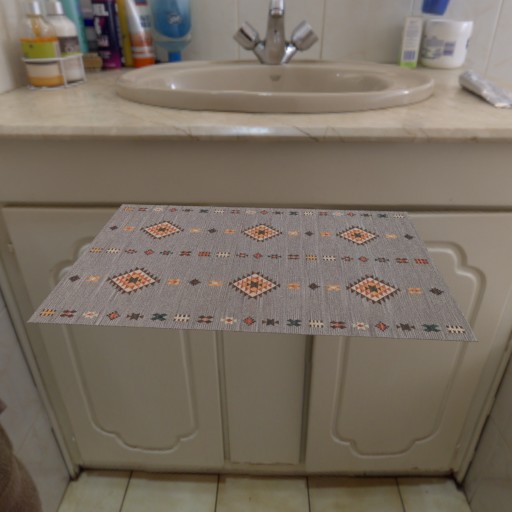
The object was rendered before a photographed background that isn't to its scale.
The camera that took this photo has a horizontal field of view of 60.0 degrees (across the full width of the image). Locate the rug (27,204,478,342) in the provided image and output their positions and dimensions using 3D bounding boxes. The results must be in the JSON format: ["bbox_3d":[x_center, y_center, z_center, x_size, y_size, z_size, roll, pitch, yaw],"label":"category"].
[{"bbox_3d":[0.000,0.000,2.305,1.818,0.005,1.217,2,30,3],"label":"rug"}]
